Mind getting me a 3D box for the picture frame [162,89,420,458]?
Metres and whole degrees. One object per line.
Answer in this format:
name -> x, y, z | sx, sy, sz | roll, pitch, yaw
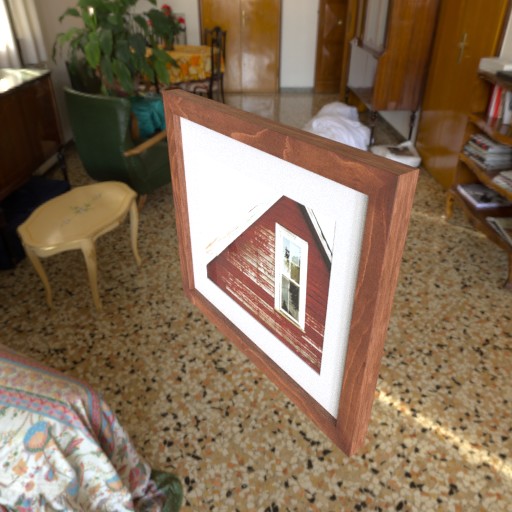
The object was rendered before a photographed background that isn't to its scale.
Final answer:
picture frame -> 0.000, 0.000, 0.544 | 0.025, 0.330, 0.381 | -21, 37, -31
